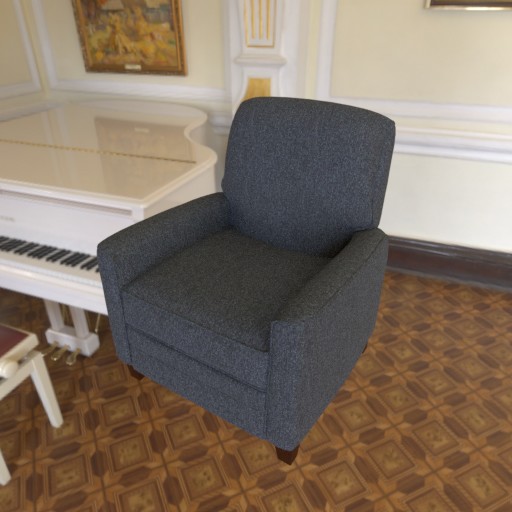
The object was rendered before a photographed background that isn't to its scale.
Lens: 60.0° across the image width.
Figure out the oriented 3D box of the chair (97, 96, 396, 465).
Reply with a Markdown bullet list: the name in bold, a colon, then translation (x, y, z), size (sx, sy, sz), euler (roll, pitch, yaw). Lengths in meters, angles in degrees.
- **chair**: translation (0.000, 0.000, 1.651), size (0.839, 1.016, 0.850), euler (18, 34, 29)
